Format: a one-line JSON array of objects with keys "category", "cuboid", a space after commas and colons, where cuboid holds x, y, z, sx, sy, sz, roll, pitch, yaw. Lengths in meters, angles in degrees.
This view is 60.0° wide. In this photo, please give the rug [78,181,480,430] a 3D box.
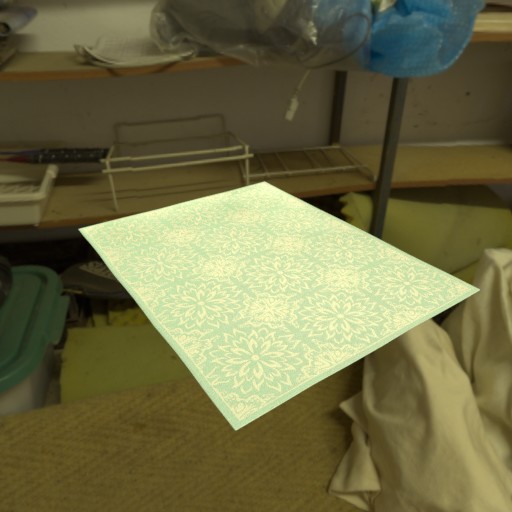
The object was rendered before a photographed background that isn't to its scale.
[{"category": "rug", "cuboid": [0.000, 0.000, 4.070, 2.363, 0.012, 2.980, -19, 36, -30]}]
